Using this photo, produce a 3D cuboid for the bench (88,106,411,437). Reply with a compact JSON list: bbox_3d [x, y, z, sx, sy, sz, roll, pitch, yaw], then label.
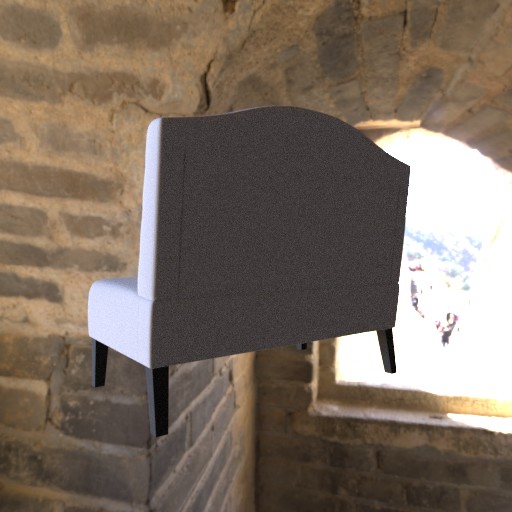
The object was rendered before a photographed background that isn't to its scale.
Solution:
[{"bbox_3d":[0.000,0.000,2.093,1.335,1.180,0.815,-1,1,-37],"label":"bench"}]
